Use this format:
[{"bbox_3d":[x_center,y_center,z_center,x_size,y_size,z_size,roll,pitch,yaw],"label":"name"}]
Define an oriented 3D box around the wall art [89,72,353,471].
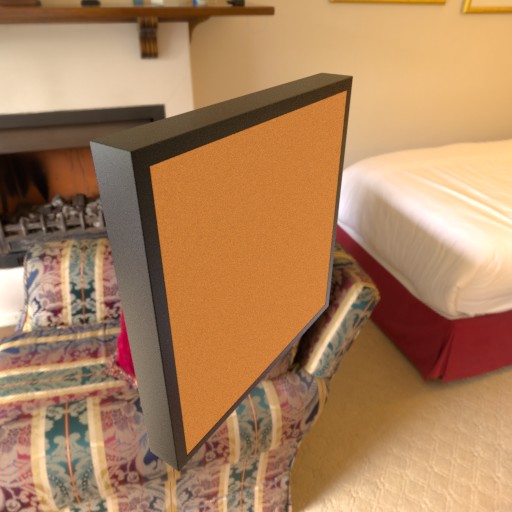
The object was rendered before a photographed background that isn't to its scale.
[{"bbox_3d":[0.000,0.000,0.440,0.037,0.299,0.299,20,37,29],"label":"wall art"}]
